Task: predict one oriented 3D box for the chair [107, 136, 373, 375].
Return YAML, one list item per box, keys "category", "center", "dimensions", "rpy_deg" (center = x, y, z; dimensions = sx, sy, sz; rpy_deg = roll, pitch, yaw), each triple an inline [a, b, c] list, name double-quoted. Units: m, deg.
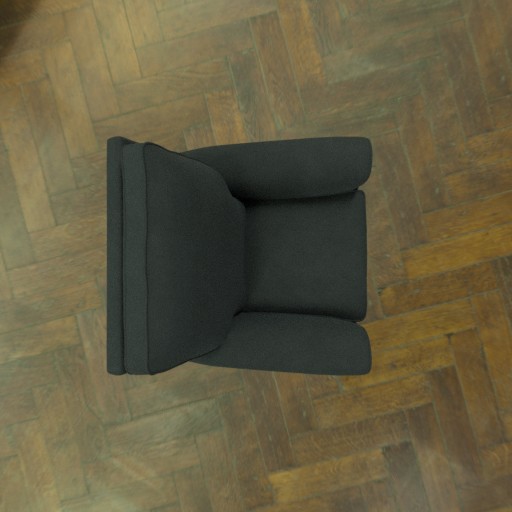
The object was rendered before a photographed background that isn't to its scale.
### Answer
- category: "chair"
  center: [0.000, 0.000, 1.696]
  dimensions: [0.878, 0.961, 0.890]
  rpy_deg: [0, 90, 1]
